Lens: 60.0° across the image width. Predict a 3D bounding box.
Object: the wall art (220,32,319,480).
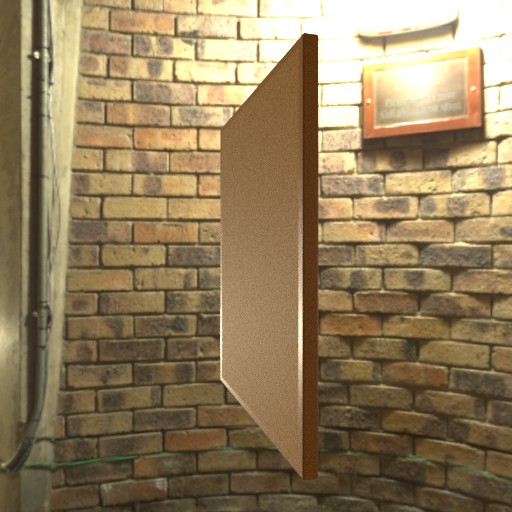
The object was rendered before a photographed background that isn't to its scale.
[{"bbox_3d":[0.000,0.000,0.523,0.015,0.379,0.310,0,0,-18],"label":"wall art"}]
